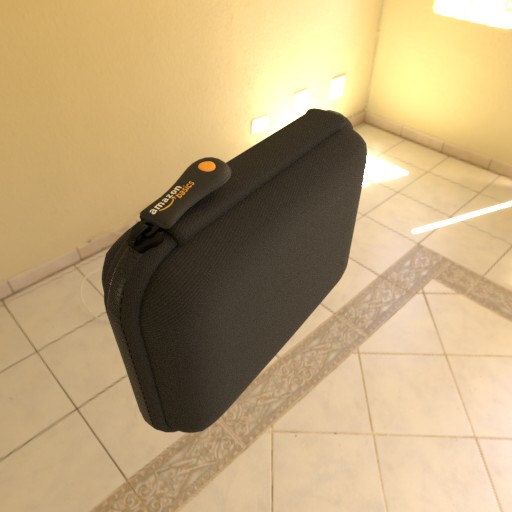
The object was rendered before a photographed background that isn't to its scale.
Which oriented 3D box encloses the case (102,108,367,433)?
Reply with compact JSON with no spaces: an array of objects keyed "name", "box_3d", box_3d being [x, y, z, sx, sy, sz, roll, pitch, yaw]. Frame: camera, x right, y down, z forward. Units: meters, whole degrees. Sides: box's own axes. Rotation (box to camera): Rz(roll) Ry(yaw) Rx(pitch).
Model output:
[{"name":"case","box_3d":[0.000,0.000,0.178,0.038,0.105,0.132,27,48,27]}]
